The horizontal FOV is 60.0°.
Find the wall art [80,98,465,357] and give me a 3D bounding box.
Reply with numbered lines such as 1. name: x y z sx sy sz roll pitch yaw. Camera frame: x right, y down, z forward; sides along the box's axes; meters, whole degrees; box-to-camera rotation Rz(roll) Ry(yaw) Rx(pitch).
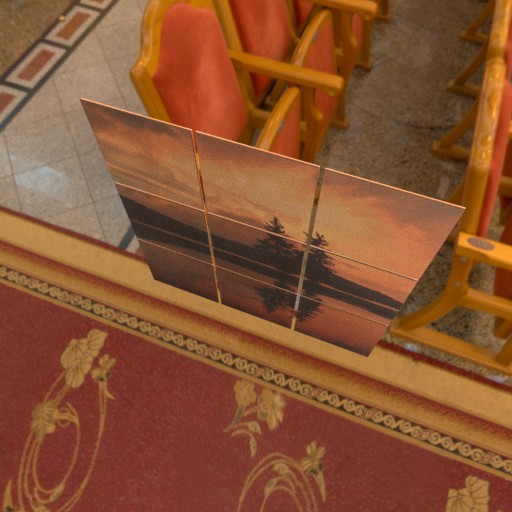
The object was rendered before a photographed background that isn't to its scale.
1. wall art: 0.000 0.000 2.293 1.520 1.525 0.013 19 60 11
